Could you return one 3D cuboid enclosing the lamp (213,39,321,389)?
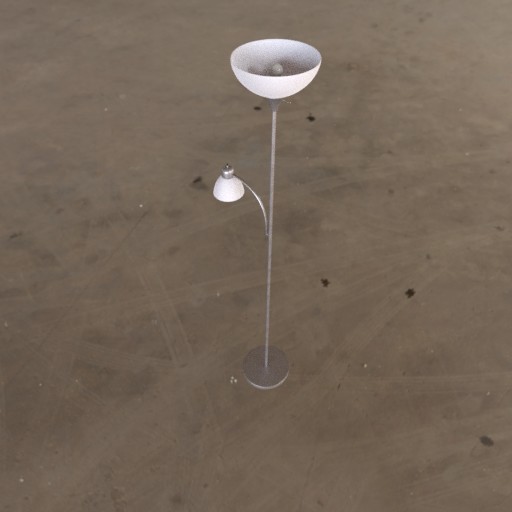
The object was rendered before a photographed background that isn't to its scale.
[{"bbox_3d":[0.000,0.000,1.990,0.425,1.804,0.279,32,54,27],"label":"lamp"}]
